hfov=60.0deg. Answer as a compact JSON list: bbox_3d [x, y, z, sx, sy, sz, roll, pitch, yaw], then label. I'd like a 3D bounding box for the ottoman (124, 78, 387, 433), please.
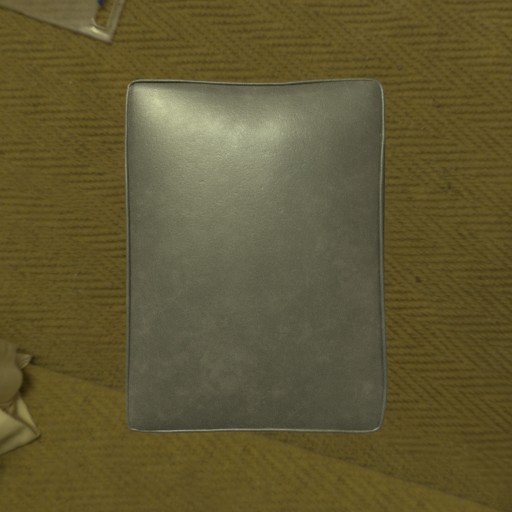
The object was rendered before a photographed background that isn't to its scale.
[{"bbox_3d":[0.000,0.000,1.116,0.554,0.445,0.756,0,90,0],"label":"ottoman"}]
